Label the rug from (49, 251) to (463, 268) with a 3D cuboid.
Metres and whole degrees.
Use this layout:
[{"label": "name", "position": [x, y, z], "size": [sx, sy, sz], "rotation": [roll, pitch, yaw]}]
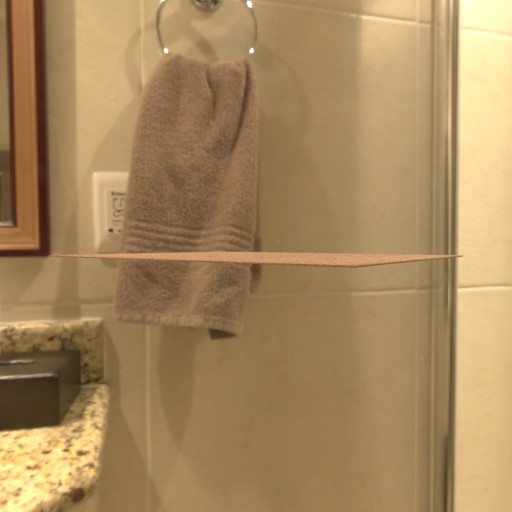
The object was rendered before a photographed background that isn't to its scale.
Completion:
[{"label": "rug", "position": [0.000, 0.000, 4.306], "size": [3.205, 0.013, 2.448], "rotation": [1, 2, 37]}]
